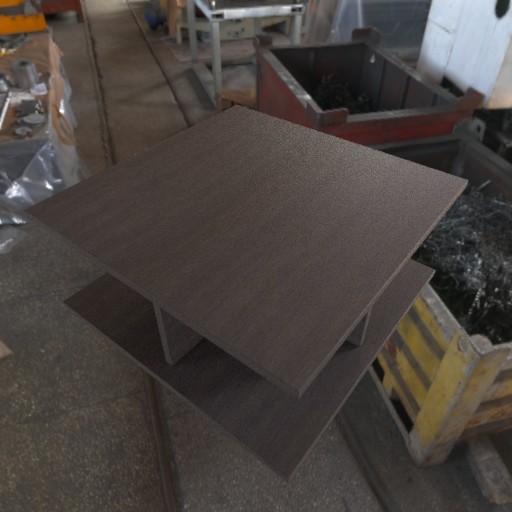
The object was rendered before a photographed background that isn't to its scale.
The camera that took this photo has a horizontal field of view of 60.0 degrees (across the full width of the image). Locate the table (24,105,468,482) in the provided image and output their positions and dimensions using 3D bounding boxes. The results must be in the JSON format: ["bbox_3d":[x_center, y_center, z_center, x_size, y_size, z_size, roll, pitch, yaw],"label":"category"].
[{"bbox_3d":[0.000,0.000,1.197,0.762,0.396,0.762,27,48,28],"label":"table"}]
